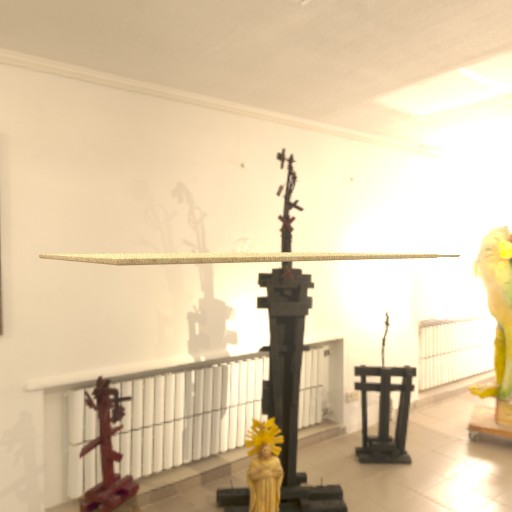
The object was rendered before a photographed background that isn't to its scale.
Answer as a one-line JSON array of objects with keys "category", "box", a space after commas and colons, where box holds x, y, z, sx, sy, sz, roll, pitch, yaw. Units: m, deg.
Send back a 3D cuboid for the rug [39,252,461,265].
[{"category": "rug", "box": [0.000, 0.000, 2.922, 2.346, 0.025, 1.500, -1, 1, -36]}]
